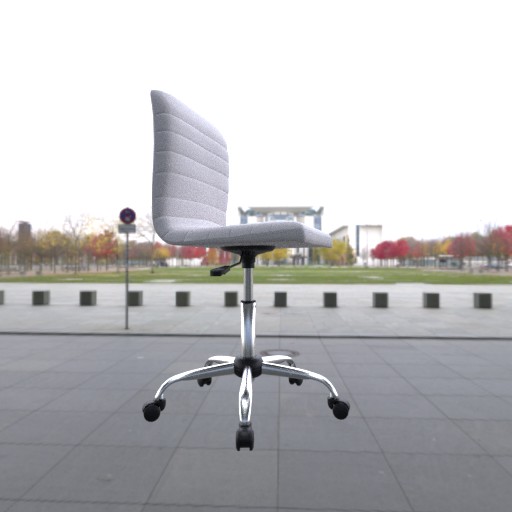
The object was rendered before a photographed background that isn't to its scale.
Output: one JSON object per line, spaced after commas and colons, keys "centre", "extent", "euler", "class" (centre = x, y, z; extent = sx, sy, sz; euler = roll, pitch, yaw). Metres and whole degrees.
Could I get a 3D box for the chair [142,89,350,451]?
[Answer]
{"centre": [0.000, 0.000, 1.094], "extent": [0.455, 0.750, 0.520], "euler": [0, -1, 18], "class": "chair"}
